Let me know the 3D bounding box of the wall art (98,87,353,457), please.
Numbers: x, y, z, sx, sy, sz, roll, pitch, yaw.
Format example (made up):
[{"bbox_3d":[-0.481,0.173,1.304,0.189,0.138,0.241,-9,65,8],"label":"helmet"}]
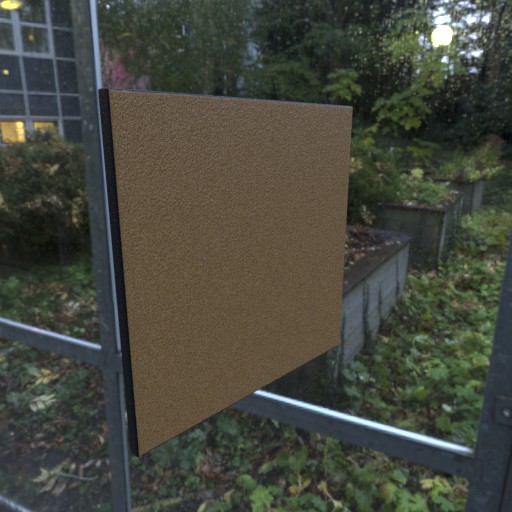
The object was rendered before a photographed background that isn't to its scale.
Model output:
[{"bbox_3d":[0.000,0.000,0.679,0.022,0.453,0.456,15,21,43],"label":"wall art"}]
